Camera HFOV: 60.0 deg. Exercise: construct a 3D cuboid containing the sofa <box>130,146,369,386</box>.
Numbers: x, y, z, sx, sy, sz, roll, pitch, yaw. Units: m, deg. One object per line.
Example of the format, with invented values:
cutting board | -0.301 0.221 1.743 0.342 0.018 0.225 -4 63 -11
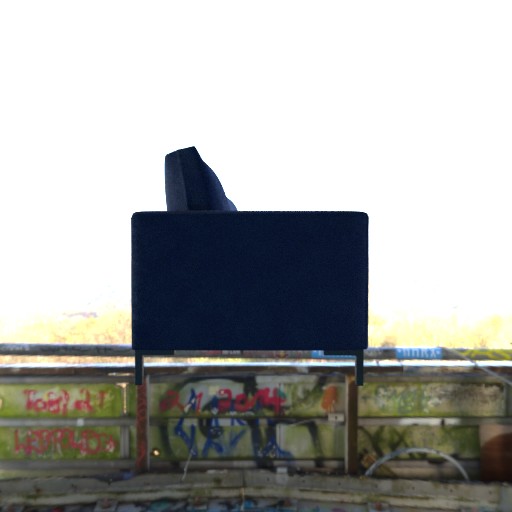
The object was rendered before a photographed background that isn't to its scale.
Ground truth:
sofa | 0.000 0.000 2.669 0.875 0.879 2.252 0 1 1
